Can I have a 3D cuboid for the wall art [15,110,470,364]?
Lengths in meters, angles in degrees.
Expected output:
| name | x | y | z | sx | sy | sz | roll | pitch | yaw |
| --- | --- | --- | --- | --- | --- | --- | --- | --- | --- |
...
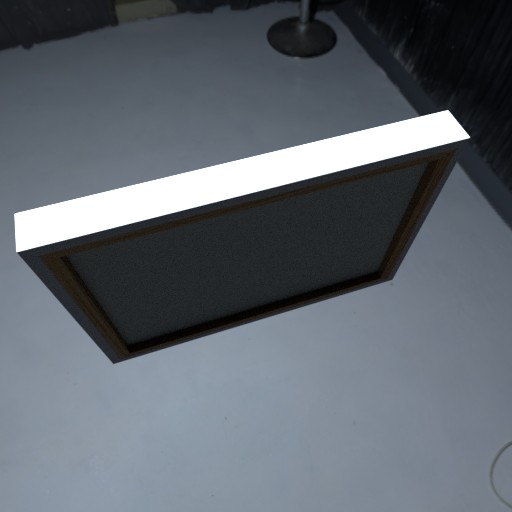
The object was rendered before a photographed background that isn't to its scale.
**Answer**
| name | x | y | z | sx | sy | sz | roll | pitch | yaw |
| --- | --- | --- | --- | --- | --- | --- | --- | --- | --- |
| wall art | 0.000 | 0.000 | 0.475 | 0.381 | 0.259 | 0.038 | -15 | 60 | -9 |
